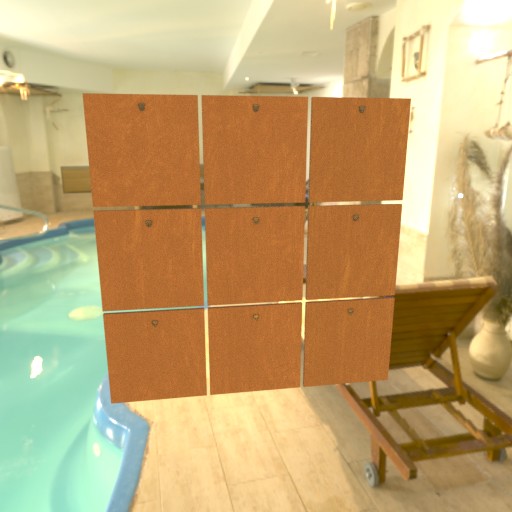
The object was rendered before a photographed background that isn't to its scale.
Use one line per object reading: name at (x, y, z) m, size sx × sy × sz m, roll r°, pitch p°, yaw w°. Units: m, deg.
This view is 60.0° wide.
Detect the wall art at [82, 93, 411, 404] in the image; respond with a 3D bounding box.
wall art at (0.000, 0.000, 1.339) m, size 0.915 × 0.913 × 0.018 m, roll -2°, pitch 15°, yaw -9°
